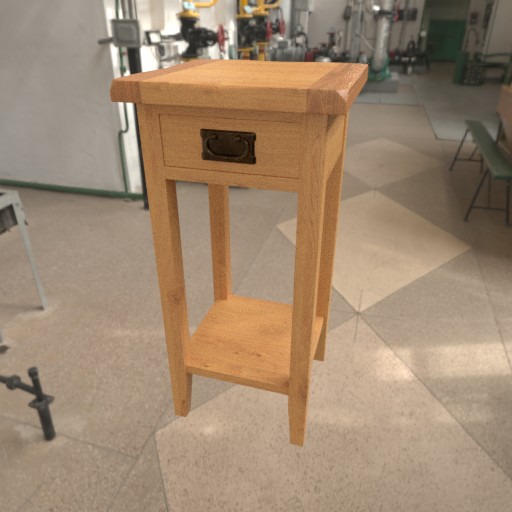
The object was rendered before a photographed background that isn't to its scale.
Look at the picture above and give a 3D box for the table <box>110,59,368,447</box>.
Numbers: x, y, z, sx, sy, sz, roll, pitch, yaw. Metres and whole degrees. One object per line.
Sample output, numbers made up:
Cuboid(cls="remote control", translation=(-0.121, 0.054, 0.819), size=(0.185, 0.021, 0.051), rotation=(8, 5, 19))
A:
Cuboid(cls="table", translation=(0.000, 0.000, 0.953), size=(0.360, 0.740, 0.360), rotation=(8, 30, 15))
